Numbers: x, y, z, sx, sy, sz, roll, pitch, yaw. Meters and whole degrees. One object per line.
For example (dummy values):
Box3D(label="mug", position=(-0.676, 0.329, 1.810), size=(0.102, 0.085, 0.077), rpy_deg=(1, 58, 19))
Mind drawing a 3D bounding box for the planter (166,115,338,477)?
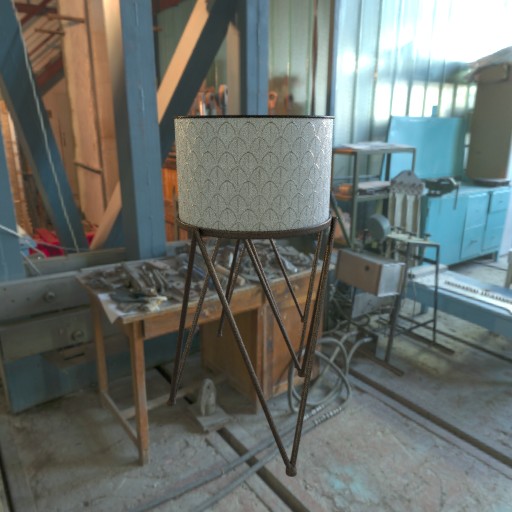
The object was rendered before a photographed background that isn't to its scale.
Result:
Box3D(label="planter", position=(0.000, 0.000, 1.197), size=(0.413, 0.712, 0.769), rpy_deg=(3, 17, 9))
